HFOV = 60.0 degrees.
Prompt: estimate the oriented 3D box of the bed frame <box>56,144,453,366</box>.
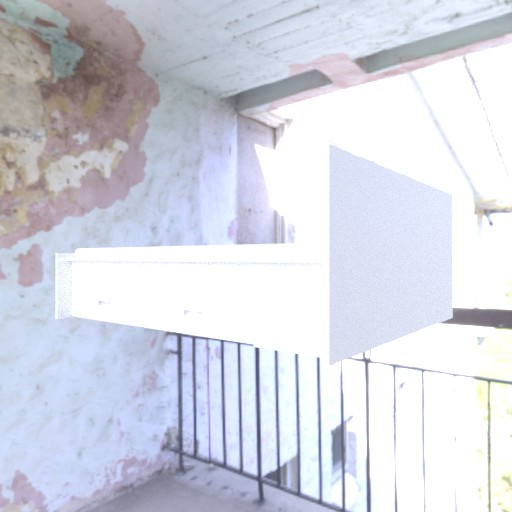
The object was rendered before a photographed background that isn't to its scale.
[{"bbox_3d":[0.000,0.000,2.839,1.960,0.800,1.622,0,0,38],"label":"bed frame"}]
